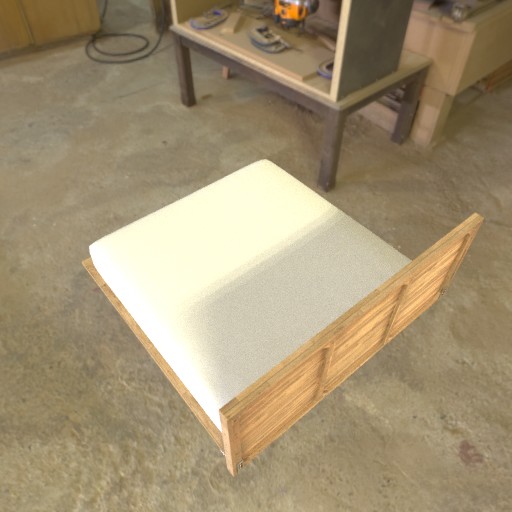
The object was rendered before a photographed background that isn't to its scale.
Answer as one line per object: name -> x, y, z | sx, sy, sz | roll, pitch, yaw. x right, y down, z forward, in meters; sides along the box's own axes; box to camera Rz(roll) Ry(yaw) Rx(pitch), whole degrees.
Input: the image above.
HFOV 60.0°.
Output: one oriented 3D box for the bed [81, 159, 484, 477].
bed -> 0.000, 0.000, 3.425 | 2.116, 1.100, 2.167 | -31, 55, -25
